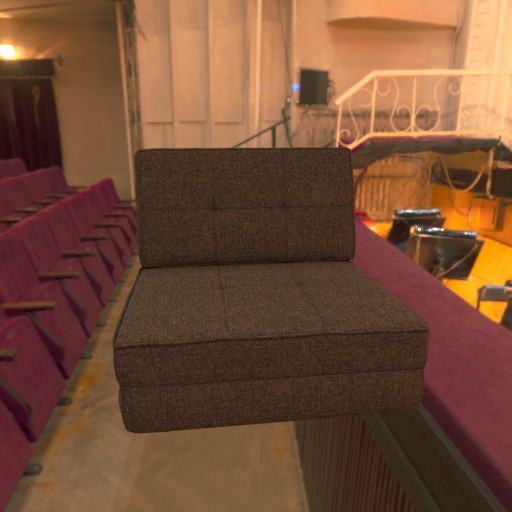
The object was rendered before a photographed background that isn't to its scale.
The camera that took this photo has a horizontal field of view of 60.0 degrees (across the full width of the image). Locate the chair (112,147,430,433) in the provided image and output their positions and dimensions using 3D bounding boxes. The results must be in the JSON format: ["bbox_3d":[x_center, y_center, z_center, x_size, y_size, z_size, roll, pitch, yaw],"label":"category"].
[{"bbox_3d":[0.000,0.000,1.328,0.740,0.615,0.800,-2,16,-7],"label":"chair"}]
